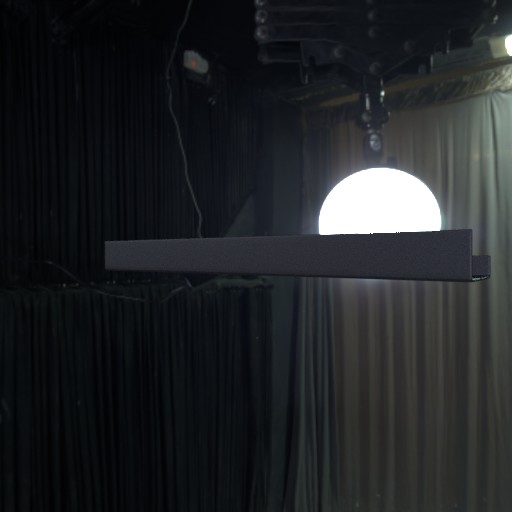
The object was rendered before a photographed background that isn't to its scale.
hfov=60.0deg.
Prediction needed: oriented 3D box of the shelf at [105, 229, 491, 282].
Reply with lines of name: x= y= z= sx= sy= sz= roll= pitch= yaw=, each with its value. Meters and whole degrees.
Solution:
shelf: x=0.000 y=0.000 z=0.656 sx=0.605 sy=0.053 sz=0.102 roll=0 pitch=0 yaw=37
